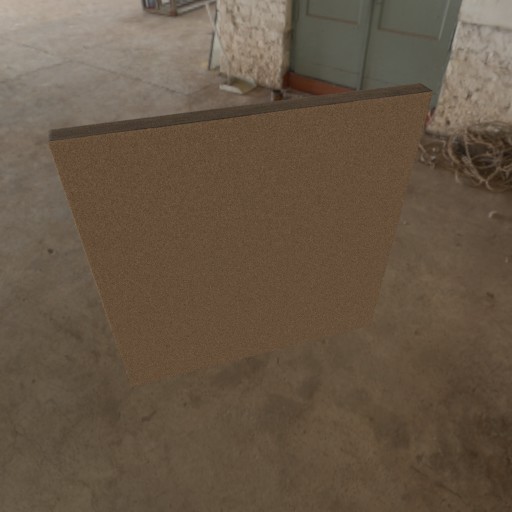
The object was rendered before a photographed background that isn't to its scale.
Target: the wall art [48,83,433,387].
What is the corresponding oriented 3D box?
[{"bbox_3d":[0.000,0.000,1.094,0.749,0.751,0.050,-12,43,-13],"label":"wall art"}]
